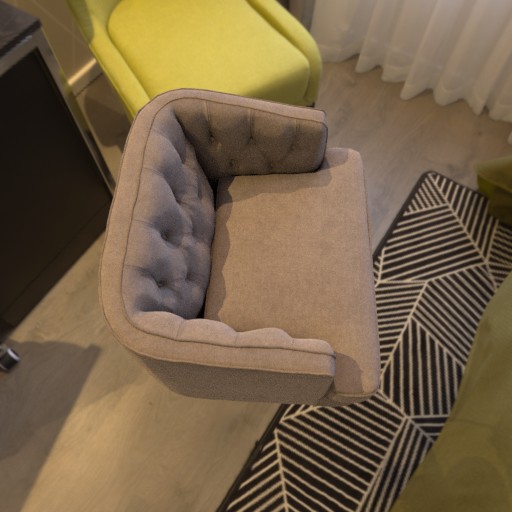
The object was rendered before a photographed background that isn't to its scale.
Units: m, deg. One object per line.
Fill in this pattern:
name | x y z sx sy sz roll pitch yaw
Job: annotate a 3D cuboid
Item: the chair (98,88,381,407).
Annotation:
chair | 0.000 0.000 1.804 0.941 0.852 1.104 2 64 1
